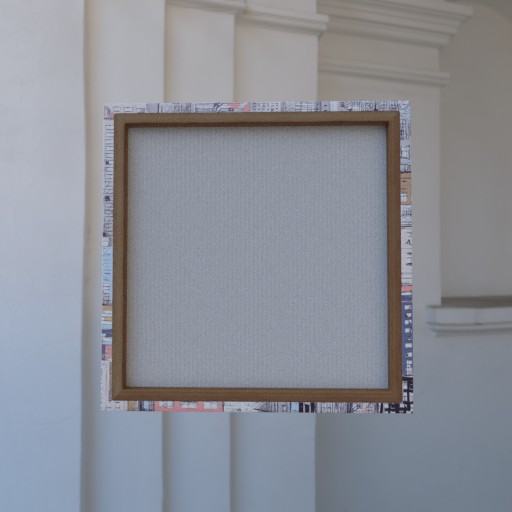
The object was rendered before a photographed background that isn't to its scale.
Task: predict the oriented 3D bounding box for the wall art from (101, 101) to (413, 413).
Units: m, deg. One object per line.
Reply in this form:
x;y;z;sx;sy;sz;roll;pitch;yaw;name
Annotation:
0.000;0.000;1.108;0.761;0.762;0.048;0;-1;2;wall art
